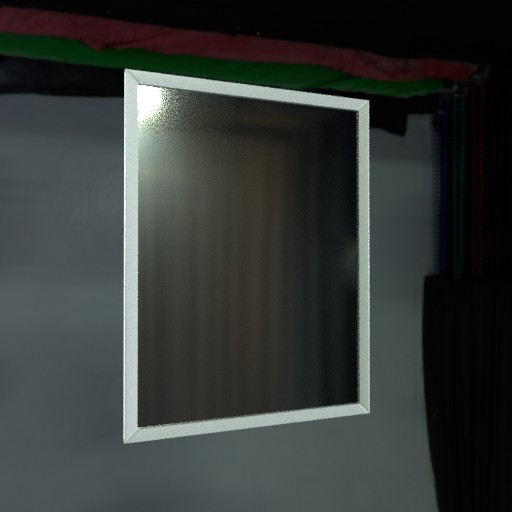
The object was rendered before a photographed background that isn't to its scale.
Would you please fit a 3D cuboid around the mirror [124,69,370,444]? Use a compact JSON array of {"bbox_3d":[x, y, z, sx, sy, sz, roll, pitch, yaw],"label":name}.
[{"bbox_3d":[0.000,0.000,1.339,0.762,1.016,0.040,0,-1,-18],"label":"mirror"}]
